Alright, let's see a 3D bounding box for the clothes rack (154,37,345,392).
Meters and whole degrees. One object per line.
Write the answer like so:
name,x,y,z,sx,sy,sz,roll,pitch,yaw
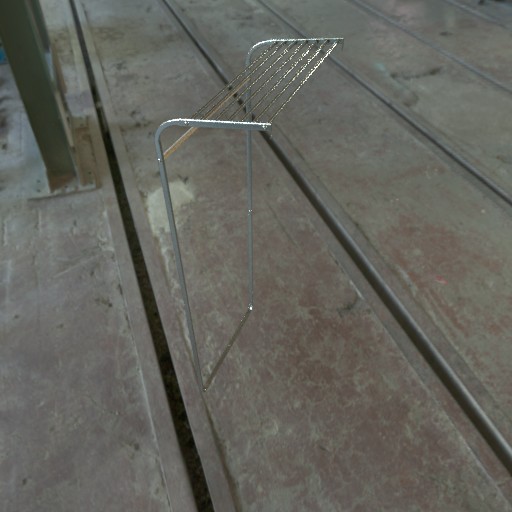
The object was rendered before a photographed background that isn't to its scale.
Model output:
clothes rack,0.000,0.000,1.828,0.349,1.574,0.609,18,48,17
